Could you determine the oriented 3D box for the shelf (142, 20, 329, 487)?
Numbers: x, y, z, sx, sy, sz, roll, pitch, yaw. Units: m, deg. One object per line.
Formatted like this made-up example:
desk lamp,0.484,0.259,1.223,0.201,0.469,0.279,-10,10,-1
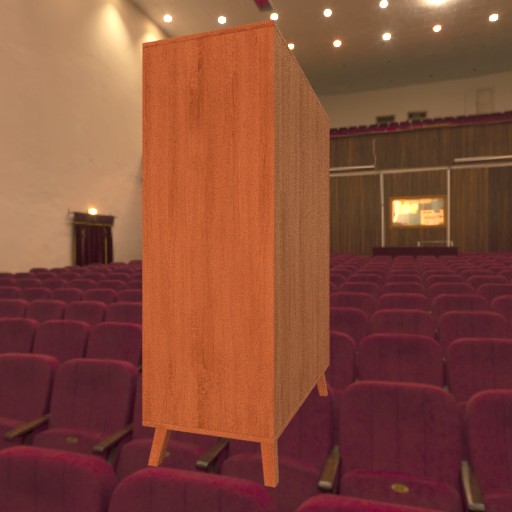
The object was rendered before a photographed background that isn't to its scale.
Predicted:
shelf,0.000,0.000,1.848,0.450,1.390,1.000,0,0,19
